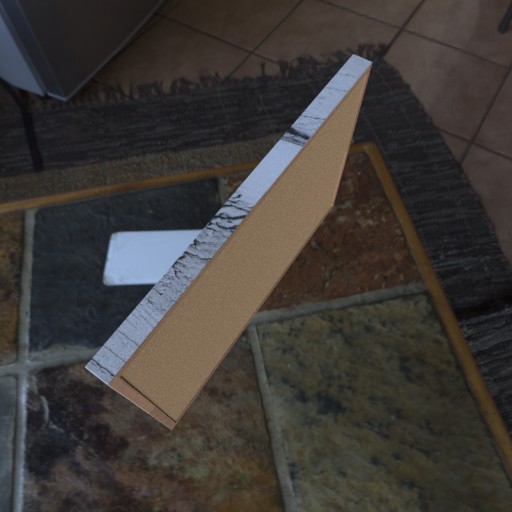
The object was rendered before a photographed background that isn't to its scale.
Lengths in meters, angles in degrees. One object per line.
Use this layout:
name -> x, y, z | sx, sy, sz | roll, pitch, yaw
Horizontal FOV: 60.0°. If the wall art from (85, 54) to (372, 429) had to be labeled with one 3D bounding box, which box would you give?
wall art -> 0.000, 0.000, 0.776 | 0.035, 0.407, 0.613 | 31, 67, 15
